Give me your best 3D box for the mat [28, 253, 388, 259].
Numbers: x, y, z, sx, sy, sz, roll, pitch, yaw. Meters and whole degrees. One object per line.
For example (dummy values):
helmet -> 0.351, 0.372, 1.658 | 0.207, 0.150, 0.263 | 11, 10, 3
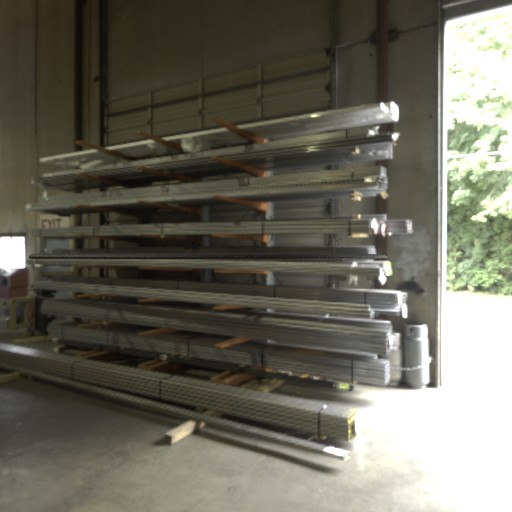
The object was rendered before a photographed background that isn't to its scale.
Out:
mat -> 0.000, 0.000, 1.611 | 0.917, 0.016, 1.220 | 0, 0, 17
